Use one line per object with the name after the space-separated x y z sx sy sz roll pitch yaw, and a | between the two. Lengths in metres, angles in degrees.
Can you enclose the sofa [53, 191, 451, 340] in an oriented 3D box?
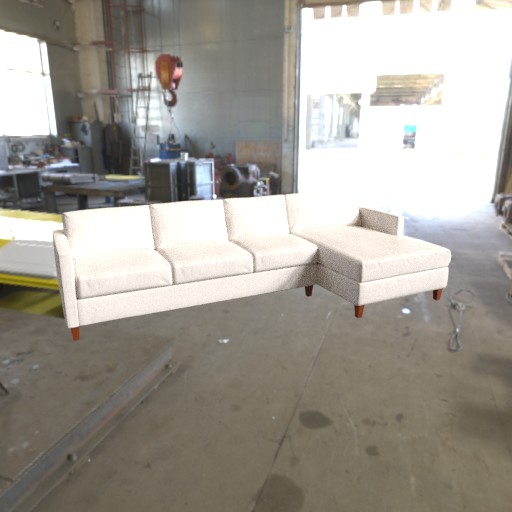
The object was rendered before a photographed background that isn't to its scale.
0.000 0.000 4.245 3.471 0.954 1.606 -8 18 -25 | sofa
